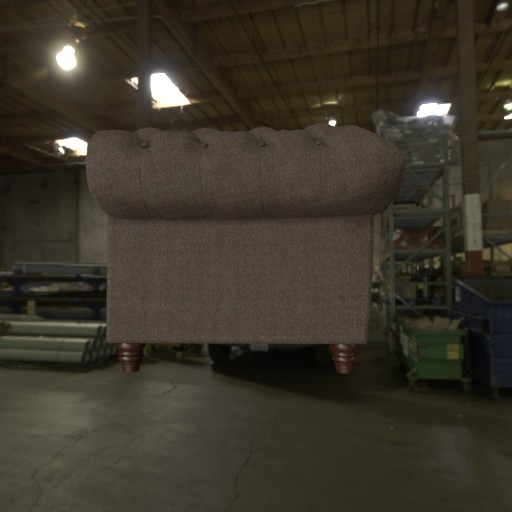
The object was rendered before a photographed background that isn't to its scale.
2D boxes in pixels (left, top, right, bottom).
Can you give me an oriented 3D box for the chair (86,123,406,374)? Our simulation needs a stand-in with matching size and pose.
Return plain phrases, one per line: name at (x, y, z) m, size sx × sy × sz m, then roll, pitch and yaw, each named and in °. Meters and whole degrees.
chair at (0.000, 0.000, 1.860) m, size 0.945 × 0.780 × 1.298 m, roll 0°, pitch -2°, yaw 2°
